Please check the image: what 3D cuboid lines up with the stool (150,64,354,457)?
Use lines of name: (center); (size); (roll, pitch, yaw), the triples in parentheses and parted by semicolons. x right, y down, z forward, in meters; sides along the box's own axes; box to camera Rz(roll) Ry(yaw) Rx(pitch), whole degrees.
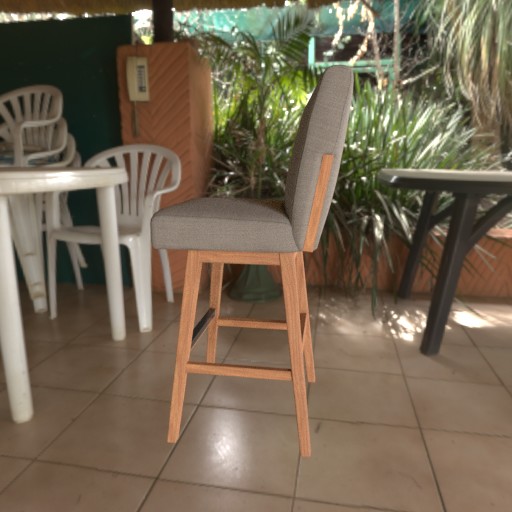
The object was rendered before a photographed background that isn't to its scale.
stool: (0.000, 0.000, 1.463); (0.570, 1.112, 0.483); (2, 13, 9)
